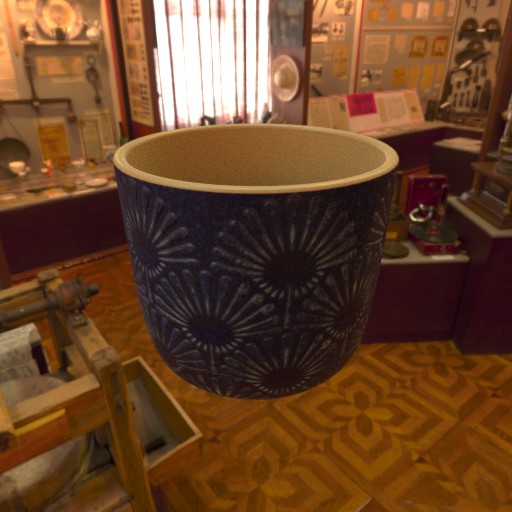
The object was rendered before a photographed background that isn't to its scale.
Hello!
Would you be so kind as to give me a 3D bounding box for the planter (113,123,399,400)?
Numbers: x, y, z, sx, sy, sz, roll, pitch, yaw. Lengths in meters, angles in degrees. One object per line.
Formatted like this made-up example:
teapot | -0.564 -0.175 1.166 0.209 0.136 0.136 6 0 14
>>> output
planter | 0.000 0.000 0.223 0.124 0.109 0.124 0 26 0
